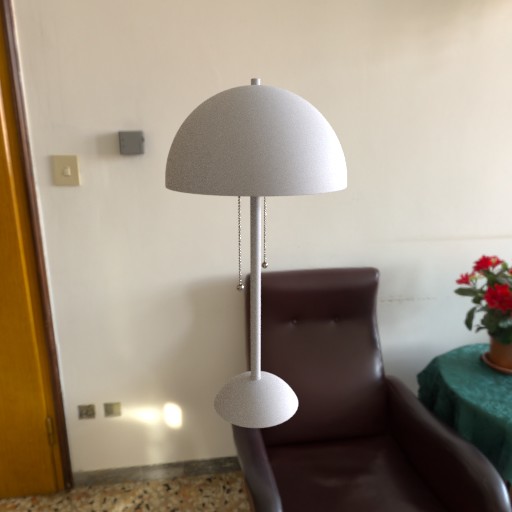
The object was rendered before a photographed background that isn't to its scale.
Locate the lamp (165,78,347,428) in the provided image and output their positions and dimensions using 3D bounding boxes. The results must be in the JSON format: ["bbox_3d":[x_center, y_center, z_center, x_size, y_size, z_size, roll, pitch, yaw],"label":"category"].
[{"bbox_3d":[0.000,0.000,0.443,0.171,0.330,0.171,0,15,0],"label":"lamp"}]
